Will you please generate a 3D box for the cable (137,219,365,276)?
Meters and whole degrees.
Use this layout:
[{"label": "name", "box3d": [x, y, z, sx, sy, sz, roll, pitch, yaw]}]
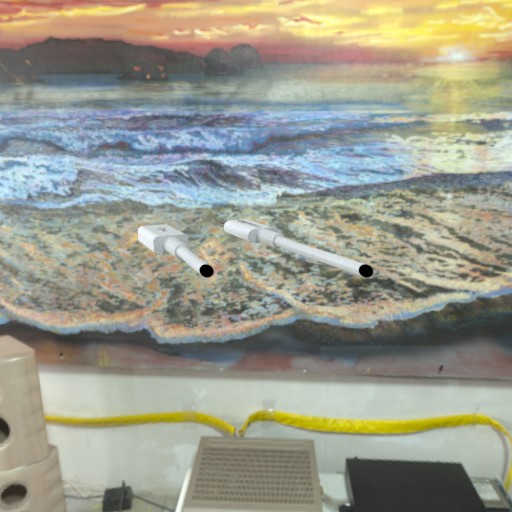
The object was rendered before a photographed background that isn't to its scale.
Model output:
[{"label": "cable", "box3d": [0.000, 0.000, 0.114, 0.040, 0.006, 0.098, -7, 15, -27]}]
